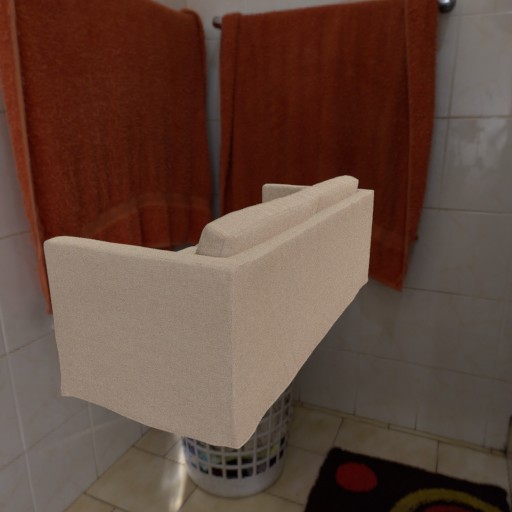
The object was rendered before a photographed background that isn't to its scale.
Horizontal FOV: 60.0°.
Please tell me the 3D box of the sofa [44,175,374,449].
[{"bbox_3d":[0.000,0.000,2.732,0.962,0.853,2.312,8,18,25],"label":"sofa"}]
